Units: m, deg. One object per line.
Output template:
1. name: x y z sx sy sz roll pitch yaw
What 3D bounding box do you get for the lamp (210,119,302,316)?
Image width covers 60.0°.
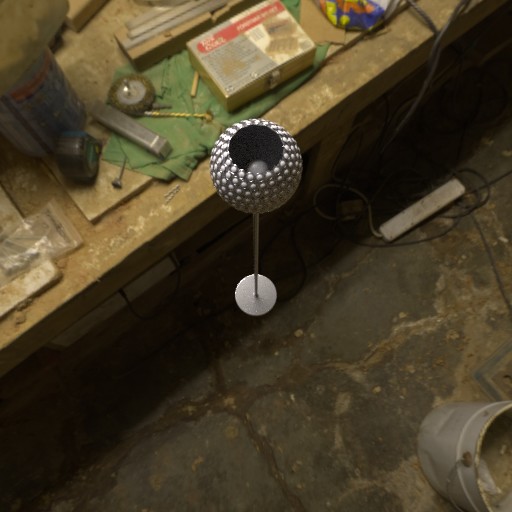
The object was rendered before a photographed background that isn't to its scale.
1. lamp: 0.000 0.000 1.875 0.254 1.805 0.254 0 74 0
